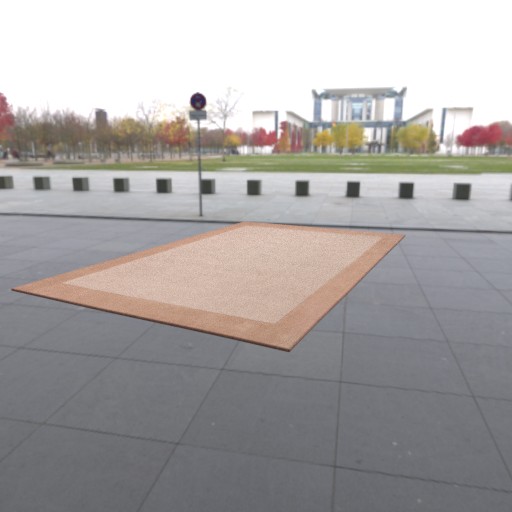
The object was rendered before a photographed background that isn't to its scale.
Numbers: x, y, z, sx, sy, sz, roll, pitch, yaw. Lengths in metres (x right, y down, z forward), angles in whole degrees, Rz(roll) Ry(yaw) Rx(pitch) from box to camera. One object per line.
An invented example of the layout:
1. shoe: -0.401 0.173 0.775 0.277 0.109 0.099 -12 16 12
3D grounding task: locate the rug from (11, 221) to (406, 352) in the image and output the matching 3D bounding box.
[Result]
1. rug: 0.000 0.000 2.942 1.524 0.014 2.438 7 15 27
